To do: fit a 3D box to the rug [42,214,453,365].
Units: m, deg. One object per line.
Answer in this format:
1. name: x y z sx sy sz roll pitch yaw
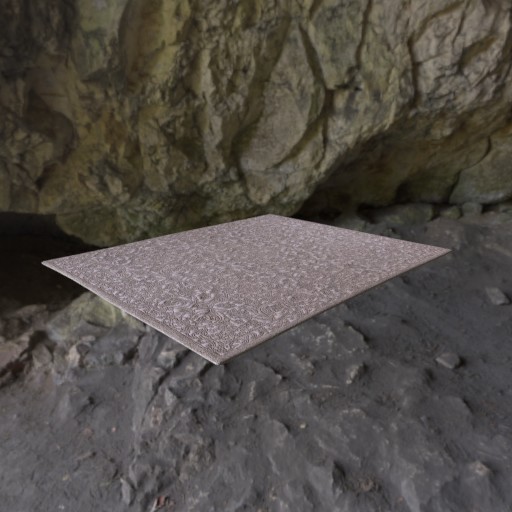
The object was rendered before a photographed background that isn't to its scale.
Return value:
1. rug: 0.000 0.000 4.169 3.017 0.035 2.472 -16 23 -43
